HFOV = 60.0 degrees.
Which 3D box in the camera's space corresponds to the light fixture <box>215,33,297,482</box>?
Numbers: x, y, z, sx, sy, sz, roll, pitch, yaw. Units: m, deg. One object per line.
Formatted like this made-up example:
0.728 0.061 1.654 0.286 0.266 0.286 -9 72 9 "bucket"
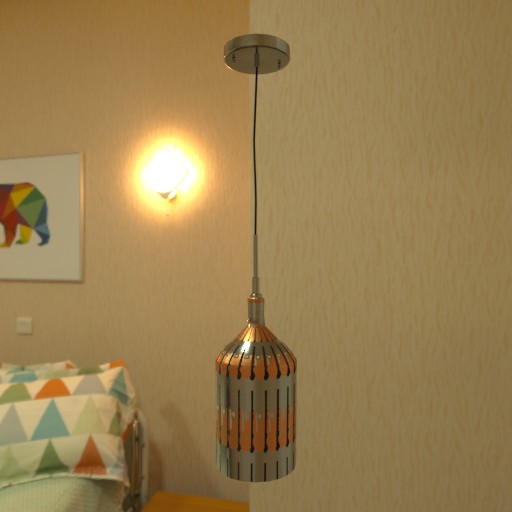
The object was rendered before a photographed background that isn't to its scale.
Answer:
0.000 0.000 1.653 0.303 1.535 0.303 0 0 0 "light fixture"
